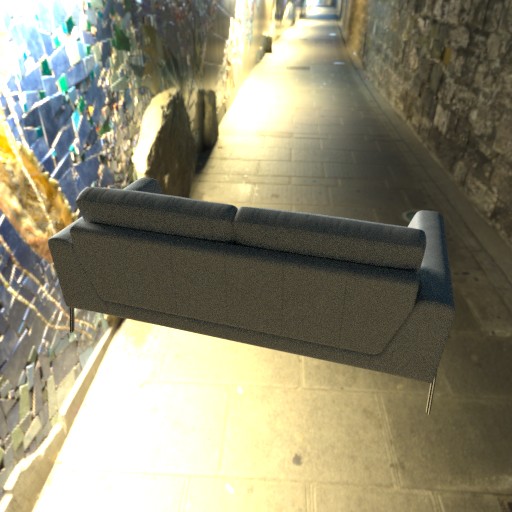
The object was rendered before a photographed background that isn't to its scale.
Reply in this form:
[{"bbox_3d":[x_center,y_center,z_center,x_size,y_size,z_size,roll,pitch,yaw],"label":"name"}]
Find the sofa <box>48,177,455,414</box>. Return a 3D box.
[{"bbox_3d":[0.000,0.000,2.523,2.017,0.875,0.953,9,32,15],"label":"sofa"}]
